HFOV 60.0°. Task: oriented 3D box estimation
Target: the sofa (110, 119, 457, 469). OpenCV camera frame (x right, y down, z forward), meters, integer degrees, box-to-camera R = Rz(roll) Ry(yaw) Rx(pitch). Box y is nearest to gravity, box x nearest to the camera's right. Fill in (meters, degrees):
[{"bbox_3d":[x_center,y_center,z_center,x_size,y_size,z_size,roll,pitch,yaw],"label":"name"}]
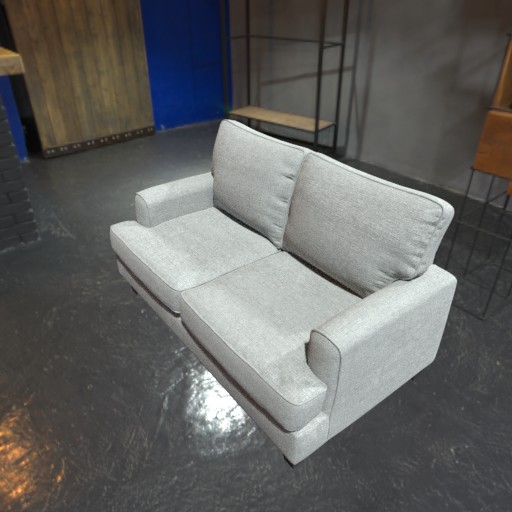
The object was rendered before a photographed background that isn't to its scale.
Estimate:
[{"bbox_3d":[0.000,0.000,2.241,0.965,0.965,1.651,-22,38,-31],"label":"sofa"}]
